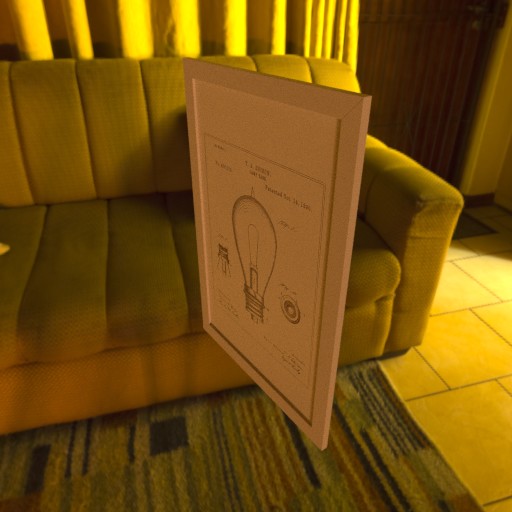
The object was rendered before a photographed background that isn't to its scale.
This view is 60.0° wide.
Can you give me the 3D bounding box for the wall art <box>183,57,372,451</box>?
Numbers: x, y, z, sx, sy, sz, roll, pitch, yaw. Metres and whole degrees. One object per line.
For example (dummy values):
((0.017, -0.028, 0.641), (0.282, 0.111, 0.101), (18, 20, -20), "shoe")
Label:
((0.000, 0.000, 0.613), (0.010, 0.474, 0.325), (-20, 36, -30), "wall art")
